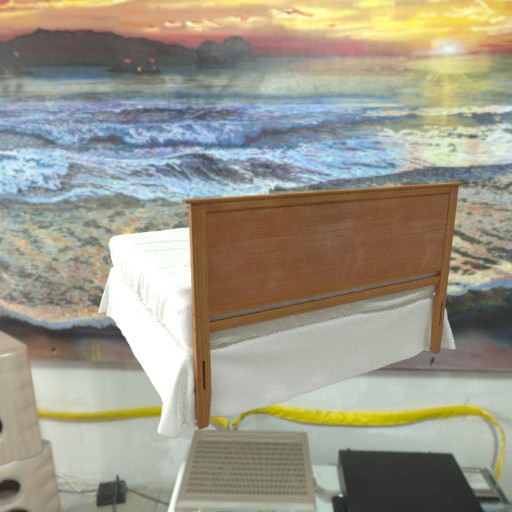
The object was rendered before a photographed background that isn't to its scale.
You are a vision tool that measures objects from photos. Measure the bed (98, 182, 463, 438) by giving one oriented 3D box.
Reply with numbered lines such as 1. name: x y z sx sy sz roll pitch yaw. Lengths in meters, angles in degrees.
1. bed: 0.000 0.000 3.634 2.317 1.270 2.215 -8 16 -28
